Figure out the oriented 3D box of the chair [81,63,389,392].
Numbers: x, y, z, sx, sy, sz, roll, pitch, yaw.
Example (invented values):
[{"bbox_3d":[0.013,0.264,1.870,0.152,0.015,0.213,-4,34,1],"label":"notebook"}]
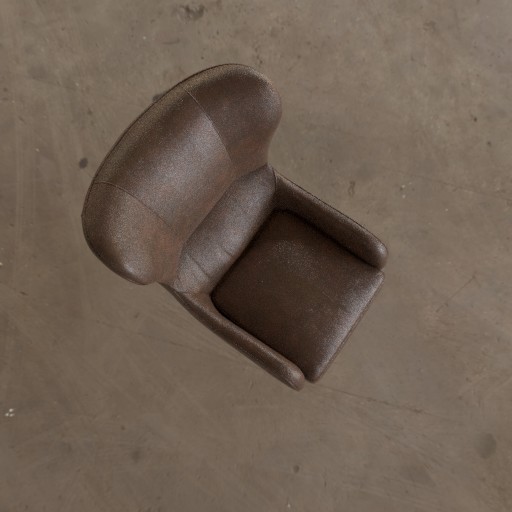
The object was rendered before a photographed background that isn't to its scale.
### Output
[{"bbox_3d":[0.000,0.000,1.644,0.914,1.048,0.692,35,79,8],"label":"chair"}]
